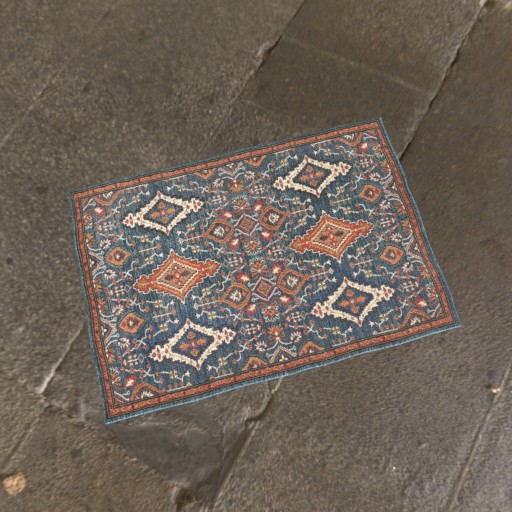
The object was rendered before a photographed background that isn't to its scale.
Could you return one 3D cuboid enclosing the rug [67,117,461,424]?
[{"bbox_3d":[0.000,0.000,3.020,2.373,0.009,1.622,-14,75,-4],"label":"rug"}]
